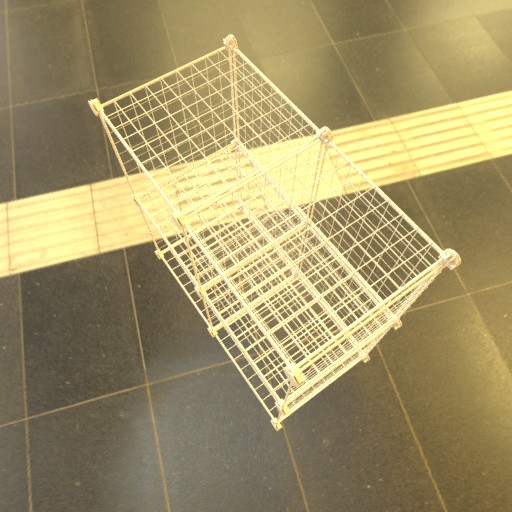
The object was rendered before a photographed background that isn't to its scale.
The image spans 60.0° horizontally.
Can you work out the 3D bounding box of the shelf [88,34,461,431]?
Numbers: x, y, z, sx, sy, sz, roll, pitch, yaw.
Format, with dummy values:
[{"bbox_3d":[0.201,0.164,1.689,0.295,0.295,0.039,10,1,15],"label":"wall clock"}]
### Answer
[{"bbox_3d":[0.000,0.000,1.149,0.356,0.711,0.711,-32,68,-15],"label":"shelf"}]
